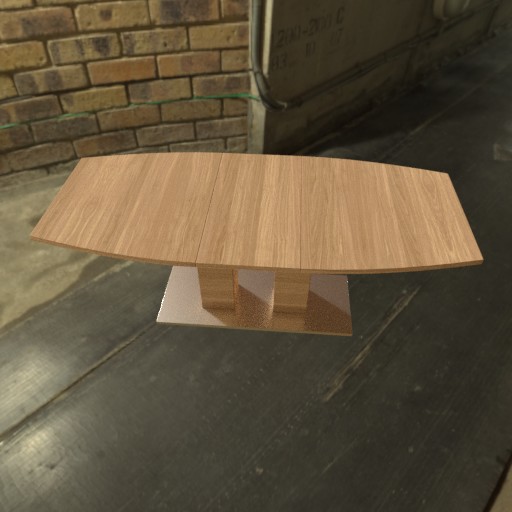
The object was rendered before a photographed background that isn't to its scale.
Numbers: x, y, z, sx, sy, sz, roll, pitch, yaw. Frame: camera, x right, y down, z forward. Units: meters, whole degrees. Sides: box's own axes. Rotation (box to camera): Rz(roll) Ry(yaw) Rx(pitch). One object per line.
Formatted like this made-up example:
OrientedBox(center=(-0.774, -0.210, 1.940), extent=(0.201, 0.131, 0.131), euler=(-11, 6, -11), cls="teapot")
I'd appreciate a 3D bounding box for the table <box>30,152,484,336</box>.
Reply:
OrientedBox(center=(0.000, 0.000, 2.476), extent=(2.032, 0.750, 0.900), euler=(3, 44, 3), cls="table")
